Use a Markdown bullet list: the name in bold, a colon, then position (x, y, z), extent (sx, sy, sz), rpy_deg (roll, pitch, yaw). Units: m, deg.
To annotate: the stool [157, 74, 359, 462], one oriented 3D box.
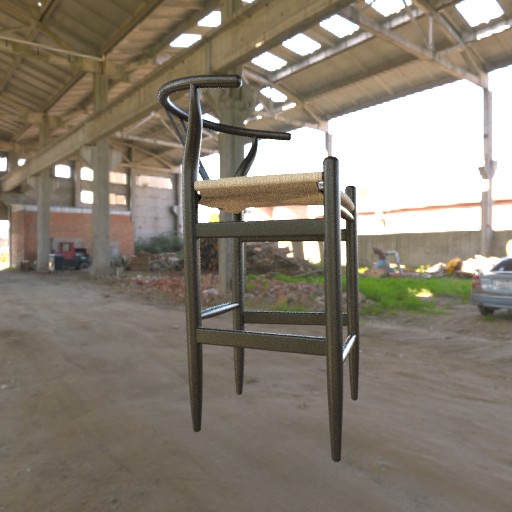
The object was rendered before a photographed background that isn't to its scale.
- **stool**: position (0.000, 0.000, 1.351), extent (0.579, 0.970, 0.569), rpy_deg (0, 0, 18)
